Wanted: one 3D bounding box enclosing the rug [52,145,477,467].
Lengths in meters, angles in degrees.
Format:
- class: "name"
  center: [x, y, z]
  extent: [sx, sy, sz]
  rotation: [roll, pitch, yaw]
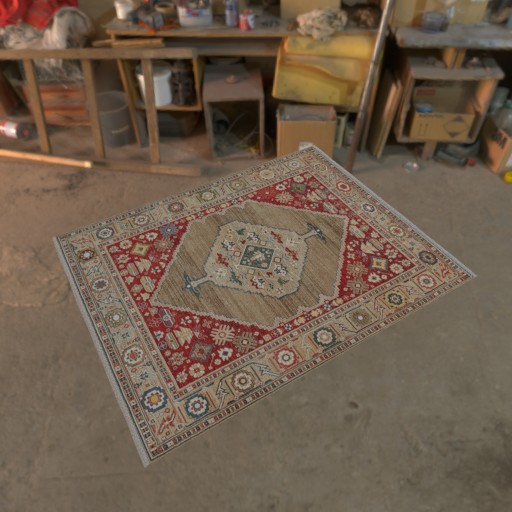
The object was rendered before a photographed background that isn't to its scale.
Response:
- class: "rug"
  center: [0.000, 0.000, 4.105]
  extent: [3.143, 0.008, 2.451]
  rotation: [-24, 51, -21]
